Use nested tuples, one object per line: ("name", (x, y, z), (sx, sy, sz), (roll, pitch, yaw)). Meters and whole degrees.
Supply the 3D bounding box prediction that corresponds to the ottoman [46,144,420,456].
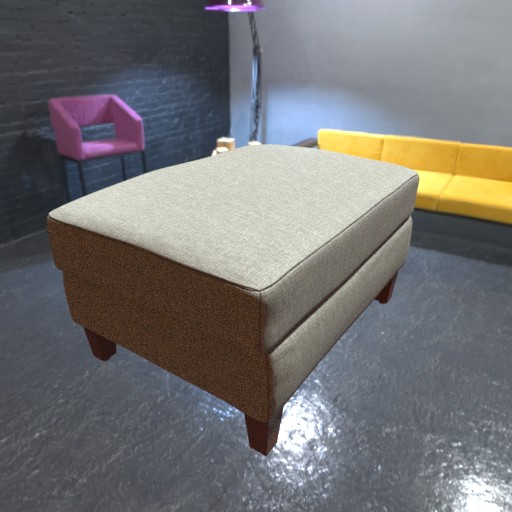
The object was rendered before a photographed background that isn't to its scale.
("ottoman", (0.000, 0.000, 1.242), (0.639, 0.494, 0.873), (17, 31, 31))
